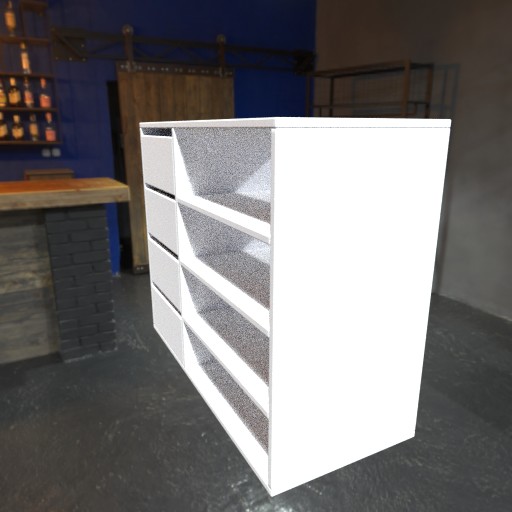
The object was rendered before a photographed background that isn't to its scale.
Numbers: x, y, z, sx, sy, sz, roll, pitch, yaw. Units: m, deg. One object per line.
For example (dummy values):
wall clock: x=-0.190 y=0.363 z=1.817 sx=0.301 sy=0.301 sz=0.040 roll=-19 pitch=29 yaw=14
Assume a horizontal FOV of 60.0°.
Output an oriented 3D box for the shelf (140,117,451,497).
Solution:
shelf: x=0.000 y=0.000 z=1.261 sx=0.396 sy=0.732 sz=0.895 roll=-8 pitch=18 yaw=-26
